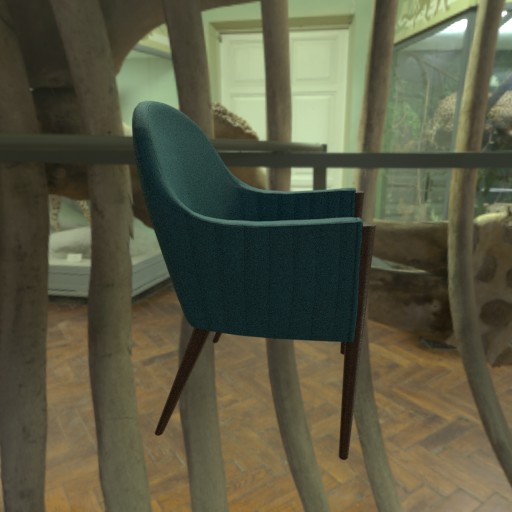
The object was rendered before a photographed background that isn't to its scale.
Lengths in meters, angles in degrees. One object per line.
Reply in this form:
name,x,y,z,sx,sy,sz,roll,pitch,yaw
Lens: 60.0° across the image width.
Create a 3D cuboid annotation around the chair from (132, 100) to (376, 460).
chair,0.000,0.000,1.360,0.652,0.907,0.656,3,16,10
